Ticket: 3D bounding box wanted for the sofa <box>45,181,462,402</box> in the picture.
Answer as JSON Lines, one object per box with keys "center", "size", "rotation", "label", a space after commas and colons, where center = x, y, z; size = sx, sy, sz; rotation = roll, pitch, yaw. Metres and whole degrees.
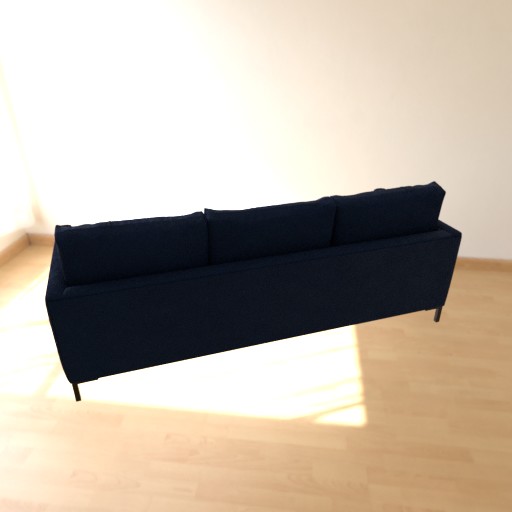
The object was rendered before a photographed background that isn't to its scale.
{"center": [0.000, 0.000, 2.680], "size": [2.252, 0.879, 0.875], "rotation": [-9, 29, -16], "label": "sofa"}
